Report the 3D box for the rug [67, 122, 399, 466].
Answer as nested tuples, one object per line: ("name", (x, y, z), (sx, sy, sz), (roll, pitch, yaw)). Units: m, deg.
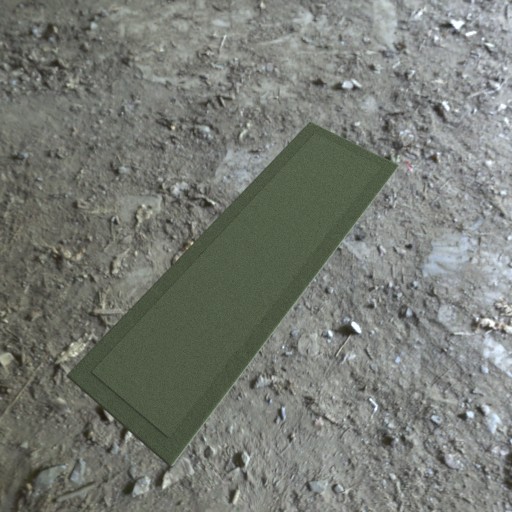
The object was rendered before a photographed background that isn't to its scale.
("rug", (0.000, 0.000, 2.779), (0.759, 0.012, 2.430), (32, 64, 18))
